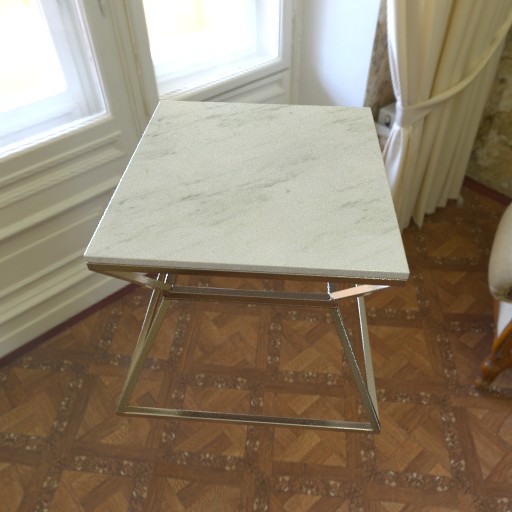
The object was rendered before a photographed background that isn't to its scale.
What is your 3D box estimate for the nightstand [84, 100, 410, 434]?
[{"bbox_3d":[0.000,0.000,0.898,0.514,0.426,0.513,3,45,3],"label":"nightstand"}]
